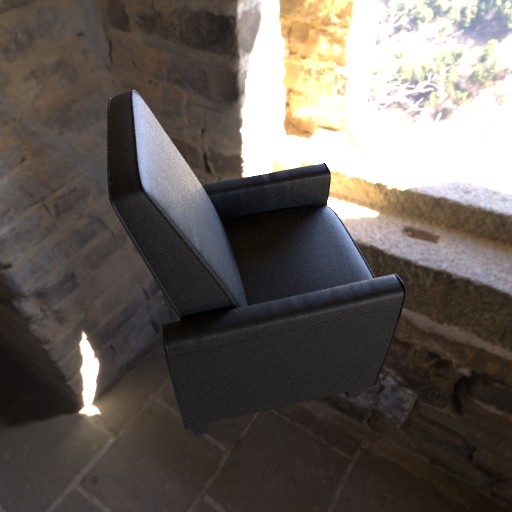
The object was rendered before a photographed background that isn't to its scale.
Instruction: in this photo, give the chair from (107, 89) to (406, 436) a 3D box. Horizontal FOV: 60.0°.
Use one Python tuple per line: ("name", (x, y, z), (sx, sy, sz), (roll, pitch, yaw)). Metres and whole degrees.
("chair", (0.000, 0.000, 1.481), (0.746, 1.013, 0.705), (-9, 45, -10))
